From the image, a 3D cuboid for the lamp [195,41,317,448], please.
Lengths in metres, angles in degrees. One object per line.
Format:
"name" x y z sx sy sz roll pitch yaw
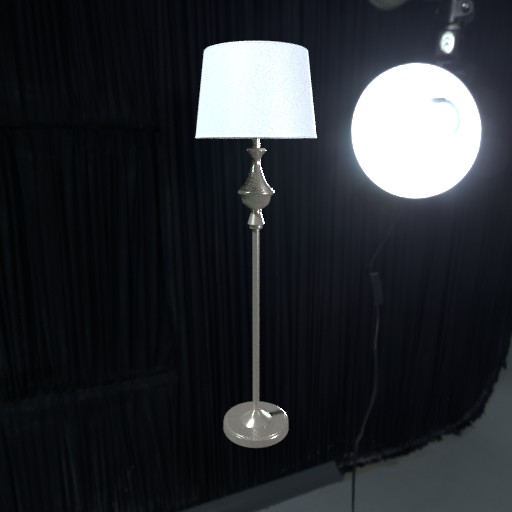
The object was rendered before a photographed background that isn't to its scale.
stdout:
"lamp" 0.000 0.000 1.690 0.431 1.488 0.431 0 14 0
